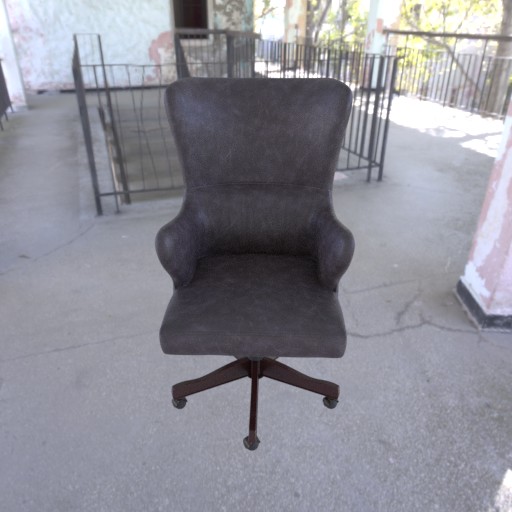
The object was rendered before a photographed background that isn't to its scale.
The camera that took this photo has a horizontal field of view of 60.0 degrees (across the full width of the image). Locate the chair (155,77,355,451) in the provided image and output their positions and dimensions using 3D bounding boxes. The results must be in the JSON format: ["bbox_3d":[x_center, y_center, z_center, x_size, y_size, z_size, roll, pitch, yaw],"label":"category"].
[{"bbox_3d":[0.000,0.000,1.462,0.594,1.037,0.717,1,28,2],"label":"chair"}]
